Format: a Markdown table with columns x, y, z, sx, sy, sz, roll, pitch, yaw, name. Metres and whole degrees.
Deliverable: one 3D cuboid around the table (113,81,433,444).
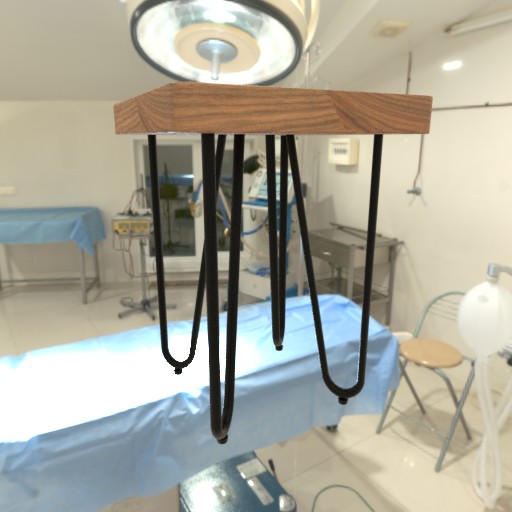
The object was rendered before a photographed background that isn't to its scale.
| x | y | z | sx | sy | sz | roll | pitch | yaw | name |
| --- | --- | --- | --- | --- | --- | --- | --- | --- | --- |
| 0.000 | 0.000 | 0.967 | 0.479 | 0.641 | 0.480 | -7 | 17 | -26 | table |
